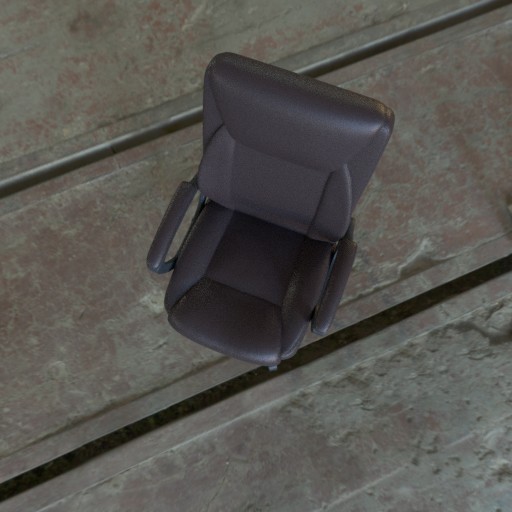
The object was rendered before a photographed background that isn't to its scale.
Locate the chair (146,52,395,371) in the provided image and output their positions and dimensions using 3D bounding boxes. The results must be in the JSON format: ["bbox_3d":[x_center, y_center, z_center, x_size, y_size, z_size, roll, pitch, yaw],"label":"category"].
[{"bbox_3d":[0.000,0.000,1.439,0.615,1.072,0.655,20,76,5],"label":"chair"}]
